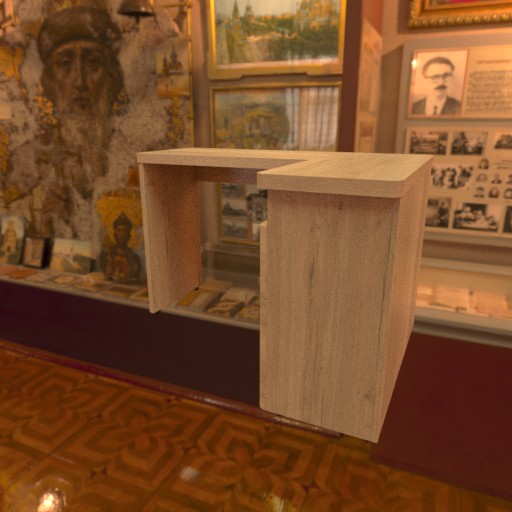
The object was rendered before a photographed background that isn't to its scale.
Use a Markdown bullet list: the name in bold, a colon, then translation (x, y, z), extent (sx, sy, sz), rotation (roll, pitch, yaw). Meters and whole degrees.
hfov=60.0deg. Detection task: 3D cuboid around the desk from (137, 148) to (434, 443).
- **desk**: translation (0.000, 0.000, 1.756), extent (1.169, 0.760, 0.900), rotation (8, 19, 24)
